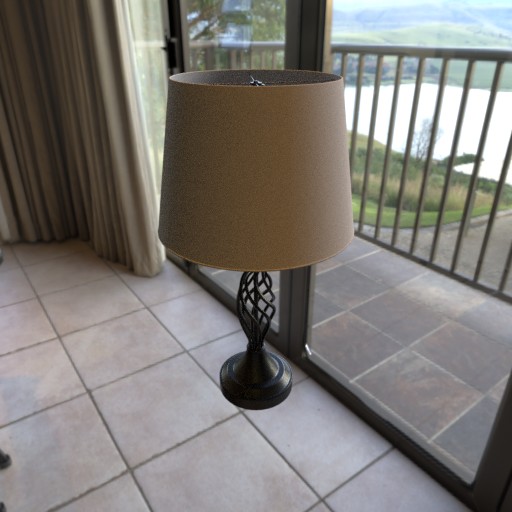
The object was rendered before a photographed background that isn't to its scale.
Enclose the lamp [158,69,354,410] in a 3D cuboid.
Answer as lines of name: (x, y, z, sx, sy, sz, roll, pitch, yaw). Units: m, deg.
lamp: (0.000, 0.000, 0.787, 0.331, 0.594, 0.331, 0, 27, 0)
